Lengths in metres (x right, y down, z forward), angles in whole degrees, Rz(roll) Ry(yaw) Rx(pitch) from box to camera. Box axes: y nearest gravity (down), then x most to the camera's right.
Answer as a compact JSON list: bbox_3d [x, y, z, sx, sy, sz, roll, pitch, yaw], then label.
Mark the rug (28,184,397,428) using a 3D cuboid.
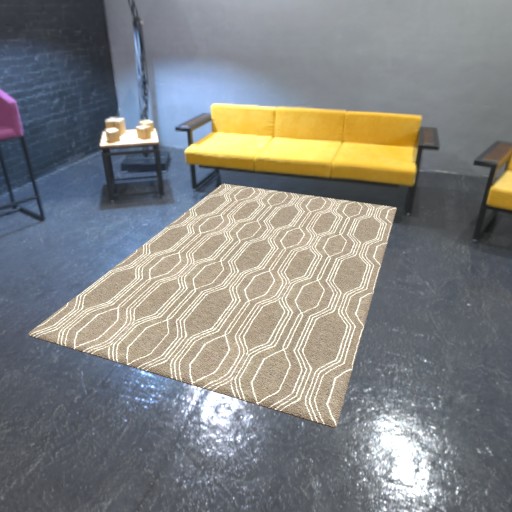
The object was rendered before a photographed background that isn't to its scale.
[{"bbox_3d":[0.000,0.000,2.307,1.239,0.012,1.836,11,31,18],"label":"rug"}]
